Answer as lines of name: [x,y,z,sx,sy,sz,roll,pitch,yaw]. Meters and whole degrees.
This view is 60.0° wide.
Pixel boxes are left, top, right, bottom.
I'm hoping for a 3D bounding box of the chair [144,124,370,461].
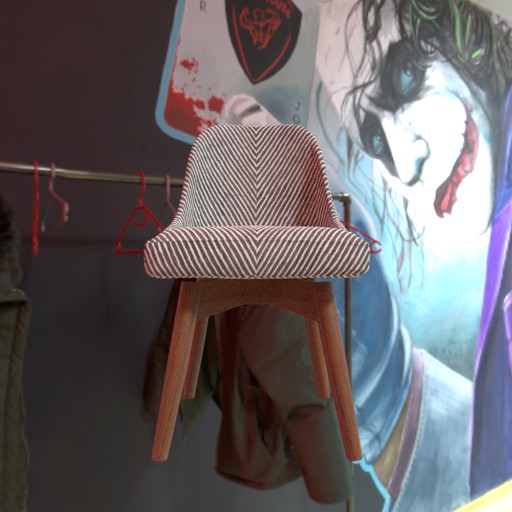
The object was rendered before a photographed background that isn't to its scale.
chair: [0.000,0.000,1.209,0.504,0.883,0.591,0,0,0]
